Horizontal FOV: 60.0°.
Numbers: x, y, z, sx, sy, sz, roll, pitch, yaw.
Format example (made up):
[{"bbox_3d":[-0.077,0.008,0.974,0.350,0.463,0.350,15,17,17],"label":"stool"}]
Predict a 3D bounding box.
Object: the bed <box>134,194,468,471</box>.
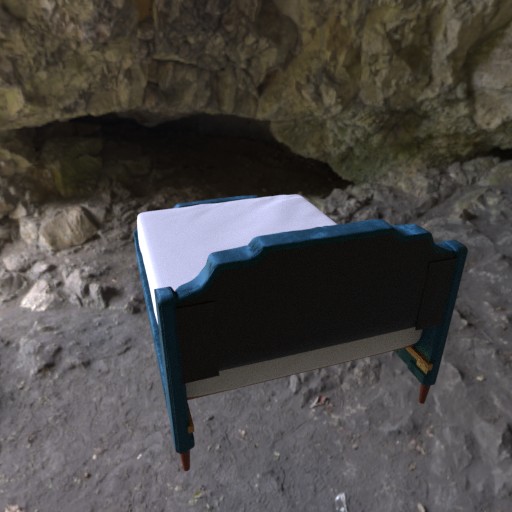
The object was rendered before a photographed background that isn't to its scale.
[{"bbox_3d":[0.000,0.000,3.352,1.678,1.338,2.322,-9,29,-16],"label":"bed"}]
